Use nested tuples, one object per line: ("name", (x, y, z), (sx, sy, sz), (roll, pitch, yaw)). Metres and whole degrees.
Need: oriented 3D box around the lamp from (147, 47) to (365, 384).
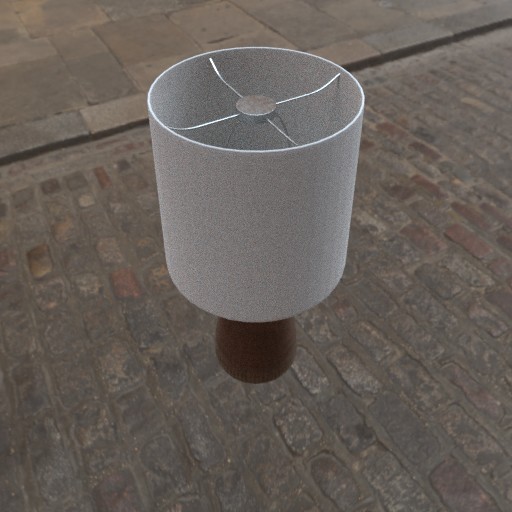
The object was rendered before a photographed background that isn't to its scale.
("lamp", (0.000, 0.000, 0.473), (0.186, 0.369, 0.186), (0, 47, 0))
